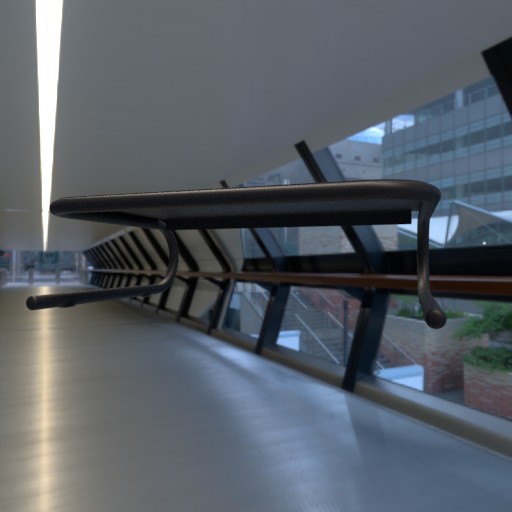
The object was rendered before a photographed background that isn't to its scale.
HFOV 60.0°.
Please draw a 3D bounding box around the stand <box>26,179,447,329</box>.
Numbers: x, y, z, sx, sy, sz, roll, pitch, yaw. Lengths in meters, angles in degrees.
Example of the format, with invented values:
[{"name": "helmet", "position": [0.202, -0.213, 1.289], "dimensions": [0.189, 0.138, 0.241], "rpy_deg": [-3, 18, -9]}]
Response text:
[{"name": "stand", "position": [0.000, 0.000, 0.492], "dimensions": [0.370, 0.108, 0.280], "rpy_deg": [0, -1, 19]}]
